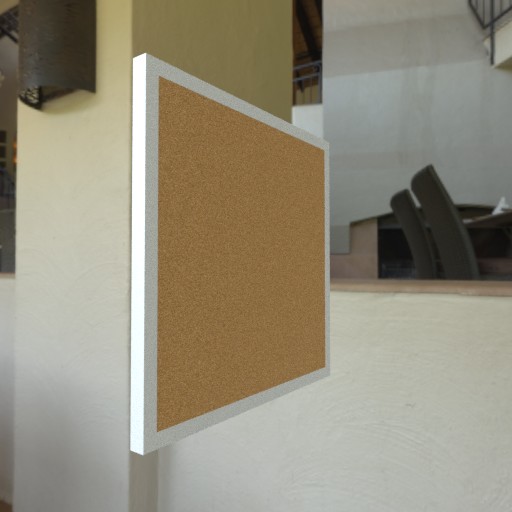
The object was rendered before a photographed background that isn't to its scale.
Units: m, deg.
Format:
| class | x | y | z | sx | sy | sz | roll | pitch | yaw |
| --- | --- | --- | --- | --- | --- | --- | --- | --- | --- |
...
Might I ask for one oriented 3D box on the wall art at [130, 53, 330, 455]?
| class | x | y | z | sx | sy | sz | roll | pitch | yaw |
| --- | --- | --- | --- | --- | --- | --- | --- | --- | --- |
| wall art | 0.000 | 0.000 | 1.157 | 0.038 | 0.762 | 0.762 | -1 | -2 | 36 |
